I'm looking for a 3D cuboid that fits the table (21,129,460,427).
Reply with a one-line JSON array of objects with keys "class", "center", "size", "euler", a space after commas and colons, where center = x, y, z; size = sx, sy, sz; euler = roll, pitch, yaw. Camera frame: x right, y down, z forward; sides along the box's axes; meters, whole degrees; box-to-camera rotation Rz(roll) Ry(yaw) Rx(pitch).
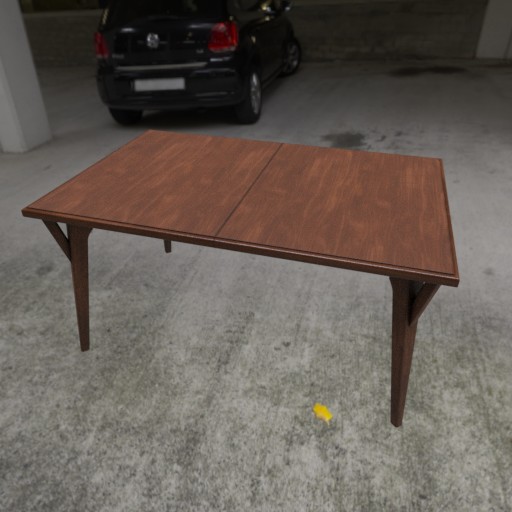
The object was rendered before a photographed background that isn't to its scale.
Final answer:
[{"class": "table", "center": [0.000, 0.000, 2.063], "size": [1.524, 0.761, 0.990], "euler": [9, 35, 14]}]
